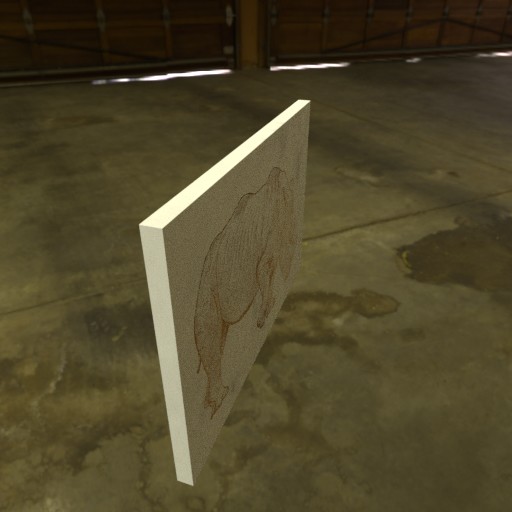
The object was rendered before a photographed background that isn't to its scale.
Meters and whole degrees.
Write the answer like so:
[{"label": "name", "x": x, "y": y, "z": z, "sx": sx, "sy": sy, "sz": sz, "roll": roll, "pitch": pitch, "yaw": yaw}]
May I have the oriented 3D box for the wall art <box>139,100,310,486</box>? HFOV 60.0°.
[{"label": "wall art", "x": 0.000, "y": 0.000, "z": 1.158, "sx": 0.038, "sy": 0.610, "sz": 0.915, "roll": 10, "pitch": 32, "yaw": 16}]
